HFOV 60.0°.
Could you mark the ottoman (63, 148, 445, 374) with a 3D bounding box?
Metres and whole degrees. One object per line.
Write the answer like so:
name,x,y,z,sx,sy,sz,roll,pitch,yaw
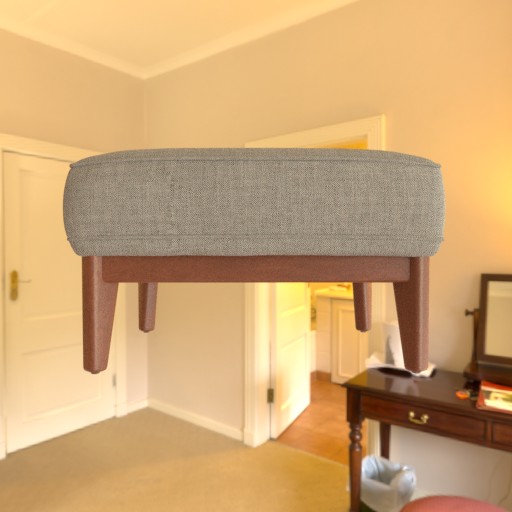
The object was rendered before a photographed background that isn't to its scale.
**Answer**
ottoman,0.000,0.000,1.093,0.750,0.458,0.555,0,1,0
